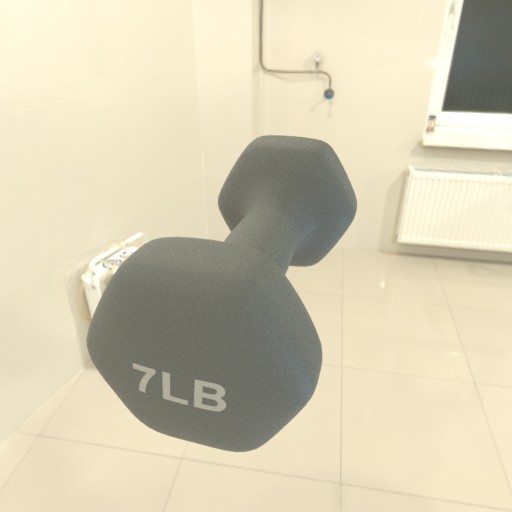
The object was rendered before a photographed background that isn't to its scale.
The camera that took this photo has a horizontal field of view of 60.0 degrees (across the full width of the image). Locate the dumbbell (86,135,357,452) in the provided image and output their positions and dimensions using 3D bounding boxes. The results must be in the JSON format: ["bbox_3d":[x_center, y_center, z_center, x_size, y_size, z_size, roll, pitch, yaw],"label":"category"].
[{"bbox_3d":[0.000,0.000,0.224,0.090,0.081,0.184,9,31,14],"label":"dumbbell"}]
